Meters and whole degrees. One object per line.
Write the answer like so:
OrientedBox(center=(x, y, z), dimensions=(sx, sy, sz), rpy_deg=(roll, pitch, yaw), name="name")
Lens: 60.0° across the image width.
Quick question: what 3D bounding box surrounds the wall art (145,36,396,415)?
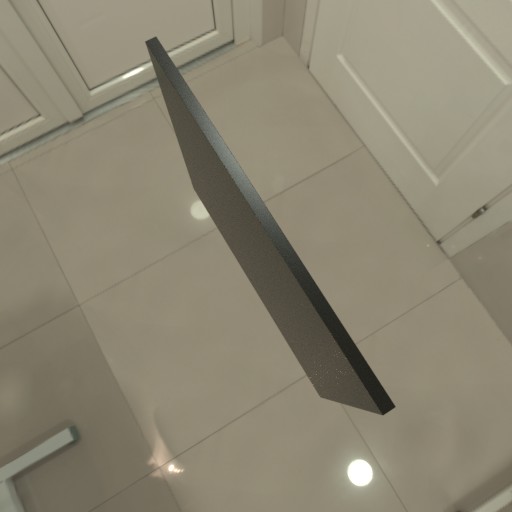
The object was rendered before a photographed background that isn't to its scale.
OrientedBox(center=(0.000, 0.000, 0.529), dimensions=(0.012, 0.332, 0.383), rpy_deg=(-30, 77, -8), name="wall art")
